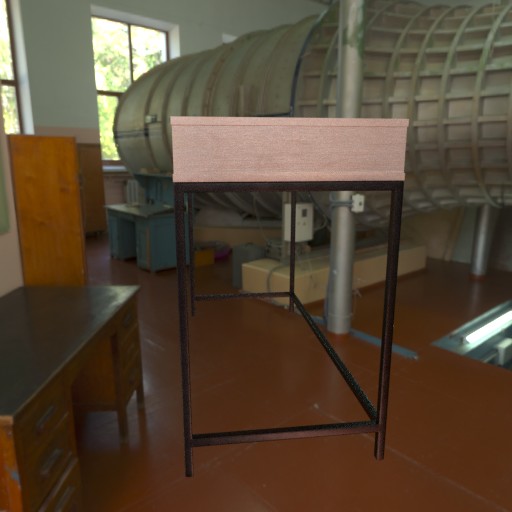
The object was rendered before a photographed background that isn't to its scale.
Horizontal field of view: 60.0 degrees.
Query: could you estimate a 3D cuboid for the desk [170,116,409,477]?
[{"bbox_3d":[0.000,0.000,1.408,0.470,0.762,1.016,-2,13,-7],"label":"desk"}]
